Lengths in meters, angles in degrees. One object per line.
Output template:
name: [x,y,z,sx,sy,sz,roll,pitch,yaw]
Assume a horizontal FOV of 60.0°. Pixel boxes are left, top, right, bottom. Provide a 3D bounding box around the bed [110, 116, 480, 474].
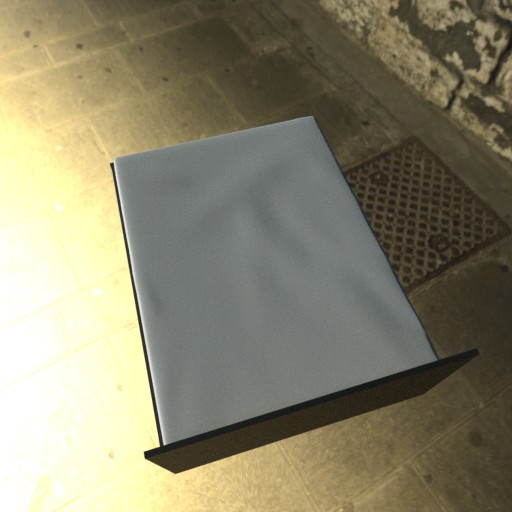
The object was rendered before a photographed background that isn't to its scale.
bed: [0.000,0.000,2.818,1.585,0.823,2.073,-14,61,-8]
